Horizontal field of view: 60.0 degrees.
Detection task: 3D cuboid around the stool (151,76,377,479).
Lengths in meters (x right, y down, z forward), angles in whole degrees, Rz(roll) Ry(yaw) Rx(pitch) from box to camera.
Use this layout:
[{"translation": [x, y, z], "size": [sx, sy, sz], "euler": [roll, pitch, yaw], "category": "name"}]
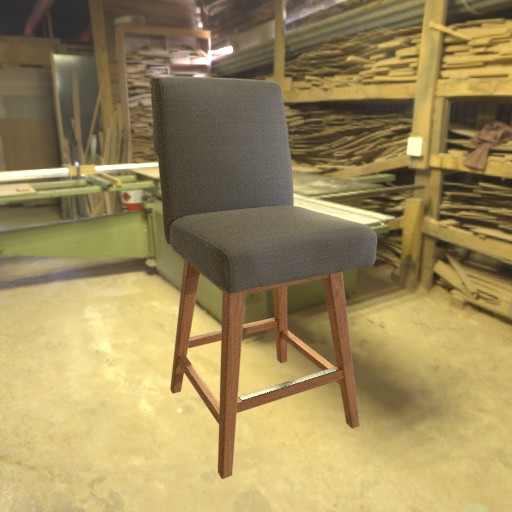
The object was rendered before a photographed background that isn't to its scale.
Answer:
[{"translation": [0.000, 0.000, 1.314], "size": [0.459, 1.019, 0.570], "euler": [-9, 19, -26], "category": "stool"}]
